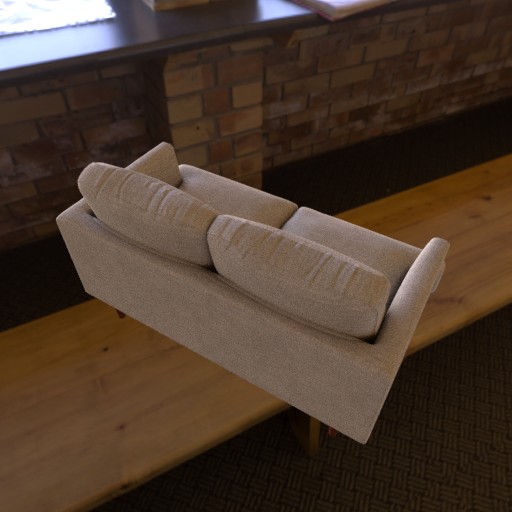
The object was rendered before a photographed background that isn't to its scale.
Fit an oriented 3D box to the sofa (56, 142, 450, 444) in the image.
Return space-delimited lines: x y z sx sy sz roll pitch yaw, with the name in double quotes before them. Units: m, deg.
"sofa" 0.000 0.000 2.105 1.582 0.944 0.903 23 50 21
